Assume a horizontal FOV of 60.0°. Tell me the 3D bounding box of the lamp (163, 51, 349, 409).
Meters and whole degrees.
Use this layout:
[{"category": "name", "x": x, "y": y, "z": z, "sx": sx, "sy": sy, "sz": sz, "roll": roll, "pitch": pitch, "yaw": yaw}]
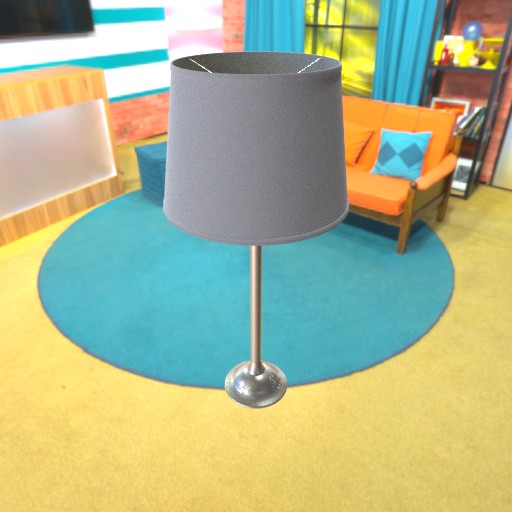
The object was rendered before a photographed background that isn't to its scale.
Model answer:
[{"category": "lamp", "x": 0.000, "y": 0.000, "z": 0.861, "sx": 0.331, "sy": 0.698, "sz": 0.331, "roll": 0, "pitch": 31, "yaw": 0}]
